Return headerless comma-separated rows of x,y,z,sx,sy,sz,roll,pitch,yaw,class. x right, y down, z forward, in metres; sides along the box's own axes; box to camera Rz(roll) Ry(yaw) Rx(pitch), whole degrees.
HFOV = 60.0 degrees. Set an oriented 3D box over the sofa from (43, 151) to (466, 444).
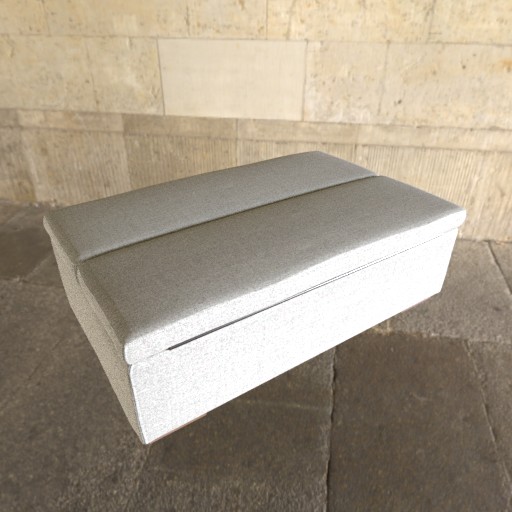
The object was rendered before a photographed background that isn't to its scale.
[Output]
0.000,0.000,1.624,1.250,0.434,0.817,-19,36,-28,sofa
